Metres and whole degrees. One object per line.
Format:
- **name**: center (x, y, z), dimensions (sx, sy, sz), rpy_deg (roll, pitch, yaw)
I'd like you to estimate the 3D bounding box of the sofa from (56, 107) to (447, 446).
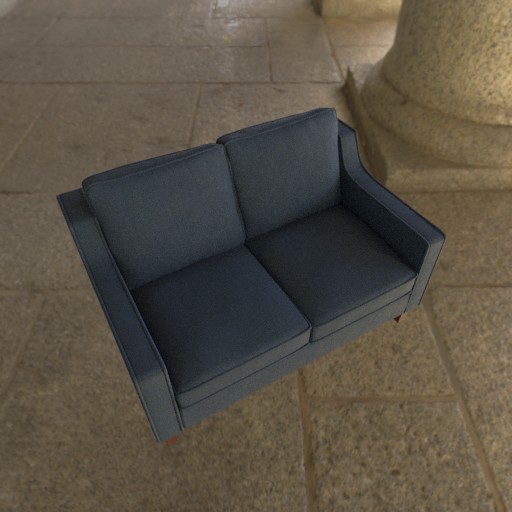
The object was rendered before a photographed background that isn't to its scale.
- **sofa**: center (0.000, 0.000, 2.174), dimensions (1.501, 0.971, 0.987), rpy_deg (-22, 50, -20)
